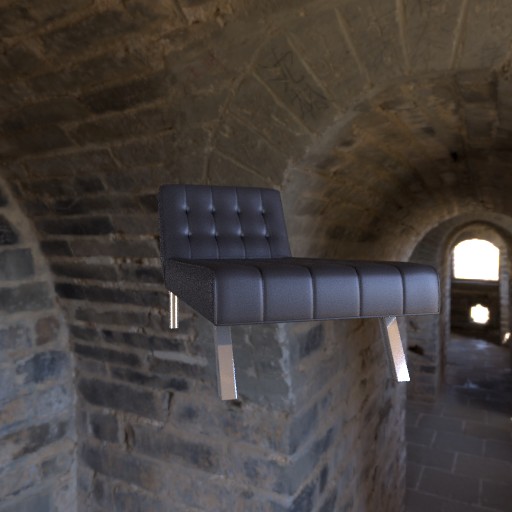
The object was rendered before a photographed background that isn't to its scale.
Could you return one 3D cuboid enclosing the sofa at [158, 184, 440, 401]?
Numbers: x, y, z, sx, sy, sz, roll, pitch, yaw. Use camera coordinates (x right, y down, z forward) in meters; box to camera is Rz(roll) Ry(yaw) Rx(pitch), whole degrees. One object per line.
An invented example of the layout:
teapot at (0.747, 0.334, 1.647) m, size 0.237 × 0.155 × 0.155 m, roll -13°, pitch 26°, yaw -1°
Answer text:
sofa at (0.000, 0.000, 2.036) m, size 0.760 × 0.820 × 1.560 m, roll 0°, pitch 1°, yaw -18°
